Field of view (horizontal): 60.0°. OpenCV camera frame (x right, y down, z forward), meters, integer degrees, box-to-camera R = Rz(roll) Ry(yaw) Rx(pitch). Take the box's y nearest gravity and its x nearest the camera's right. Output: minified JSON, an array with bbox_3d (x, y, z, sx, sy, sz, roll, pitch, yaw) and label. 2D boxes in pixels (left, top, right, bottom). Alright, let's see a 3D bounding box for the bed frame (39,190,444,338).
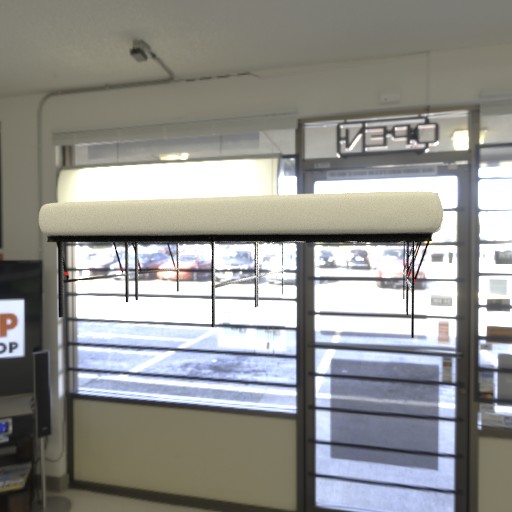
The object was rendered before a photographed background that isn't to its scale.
[{"bbox_3d":[0.000,0.000,2.906,2.151,0.667,1.584,0,2,17],"label":"bed frame"}]
